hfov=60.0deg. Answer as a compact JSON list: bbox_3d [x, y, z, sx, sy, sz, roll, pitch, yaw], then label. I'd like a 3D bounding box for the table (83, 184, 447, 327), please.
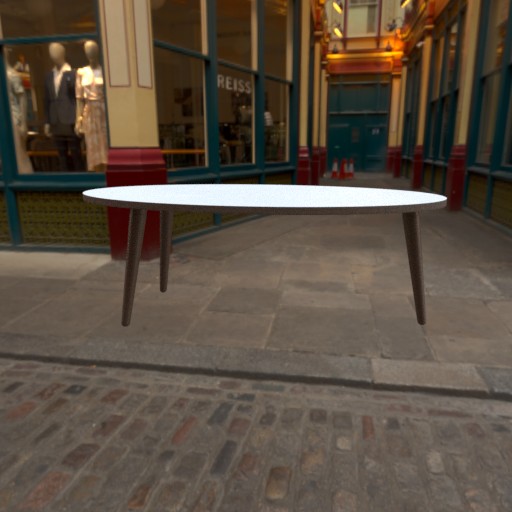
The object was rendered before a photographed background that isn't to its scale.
[{"bbox_3d":[0.000,0.000,1.383,1.083,0.390,0.542,2,15,9],"label":"table"}]
